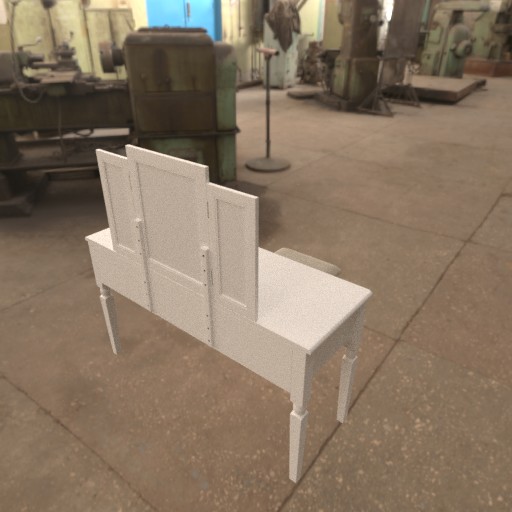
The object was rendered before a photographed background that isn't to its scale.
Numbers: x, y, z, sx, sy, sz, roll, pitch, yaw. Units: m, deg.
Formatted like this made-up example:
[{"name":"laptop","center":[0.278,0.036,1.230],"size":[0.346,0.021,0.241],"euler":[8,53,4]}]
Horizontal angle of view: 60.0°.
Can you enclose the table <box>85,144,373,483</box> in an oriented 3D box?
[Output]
[{"name":"table","center":[0.000,0.000,2.303],"size":[1.369,1.310,1.115],"euler":[22,36,33]}]
